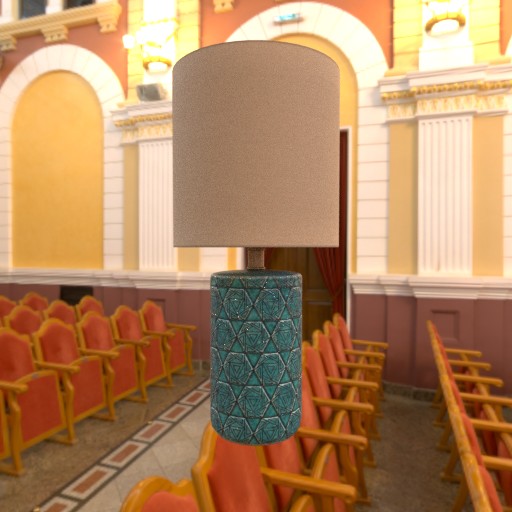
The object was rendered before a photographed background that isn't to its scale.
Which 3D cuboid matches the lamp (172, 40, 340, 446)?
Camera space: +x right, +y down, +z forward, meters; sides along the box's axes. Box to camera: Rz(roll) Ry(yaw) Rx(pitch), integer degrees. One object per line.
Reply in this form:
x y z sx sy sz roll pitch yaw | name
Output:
0.000 0.000 0.752 0.278 0.597 0.278 0 1 19 | lamp
